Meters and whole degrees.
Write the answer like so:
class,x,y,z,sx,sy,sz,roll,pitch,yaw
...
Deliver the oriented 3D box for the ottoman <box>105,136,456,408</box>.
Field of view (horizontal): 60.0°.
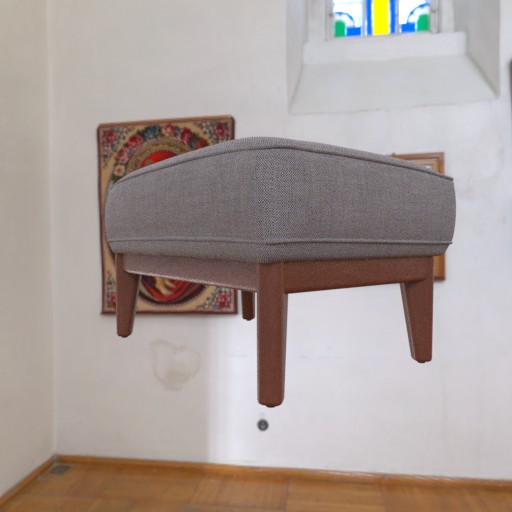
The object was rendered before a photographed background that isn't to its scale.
class,x,y,z,sx,sy,sz,roll,pitch,yaw
ottoman,0.000,0.000,1.090,0.555,0.458,0.750,-2,3,-37
